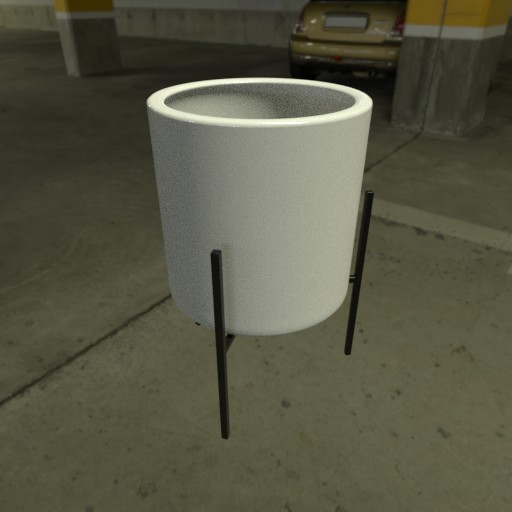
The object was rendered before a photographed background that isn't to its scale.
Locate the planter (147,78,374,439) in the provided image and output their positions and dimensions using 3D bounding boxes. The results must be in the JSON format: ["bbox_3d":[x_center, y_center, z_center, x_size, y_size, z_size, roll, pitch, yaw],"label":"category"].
[{"bbox_3d":[0.000,0.000,0.517,0.239,0.356,0.239,10,32,16],"label":"planter"}]
